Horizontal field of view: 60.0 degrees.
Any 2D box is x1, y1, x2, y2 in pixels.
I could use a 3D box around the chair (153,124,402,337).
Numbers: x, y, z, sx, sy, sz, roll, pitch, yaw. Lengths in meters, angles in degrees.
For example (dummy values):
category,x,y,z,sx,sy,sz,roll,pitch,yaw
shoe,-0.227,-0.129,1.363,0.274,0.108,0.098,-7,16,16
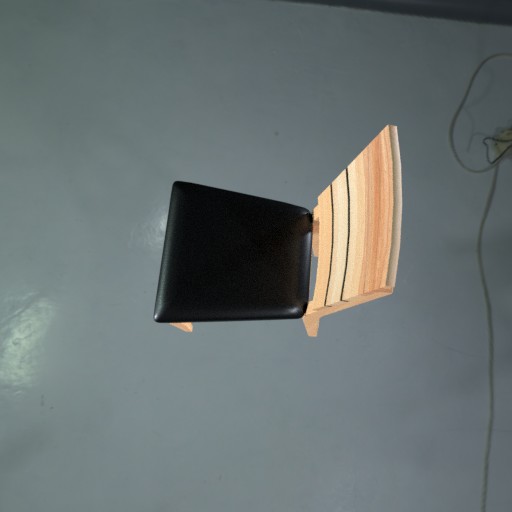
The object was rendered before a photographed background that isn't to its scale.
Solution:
category,x,y,z,sx,sy,sz,roll,pitch,yaw
chair,0.000,0.000,1.224,0.520,0.940,0.410,5,76,1
